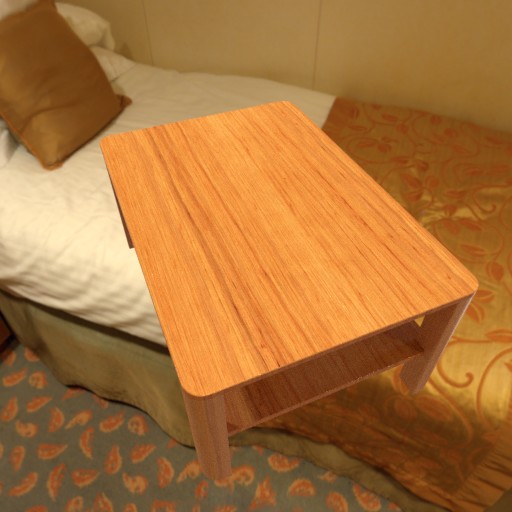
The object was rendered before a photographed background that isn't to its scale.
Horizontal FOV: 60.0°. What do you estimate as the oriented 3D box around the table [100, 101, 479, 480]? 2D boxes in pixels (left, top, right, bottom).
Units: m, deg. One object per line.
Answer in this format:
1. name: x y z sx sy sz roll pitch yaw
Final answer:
1. table: 0.000 0.000 1.372 0.696 0.445 0.997 -17 47 -16
